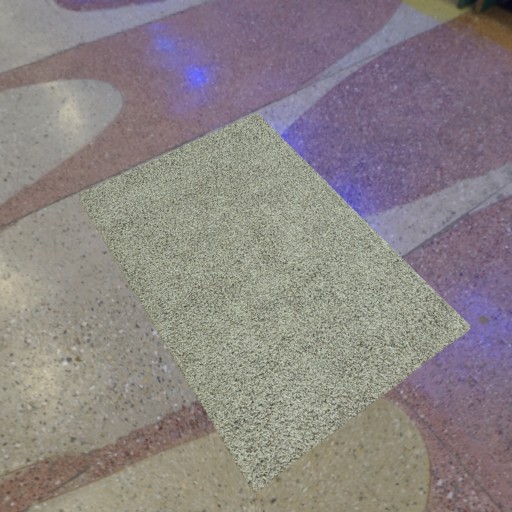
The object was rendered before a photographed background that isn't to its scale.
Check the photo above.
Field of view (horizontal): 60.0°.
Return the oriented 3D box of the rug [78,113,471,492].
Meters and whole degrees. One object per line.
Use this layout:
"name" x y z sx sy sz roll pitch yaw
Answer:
"rug" 0.000 0.000 2.270 1.219 0.030 1.778 -30 63 -17
